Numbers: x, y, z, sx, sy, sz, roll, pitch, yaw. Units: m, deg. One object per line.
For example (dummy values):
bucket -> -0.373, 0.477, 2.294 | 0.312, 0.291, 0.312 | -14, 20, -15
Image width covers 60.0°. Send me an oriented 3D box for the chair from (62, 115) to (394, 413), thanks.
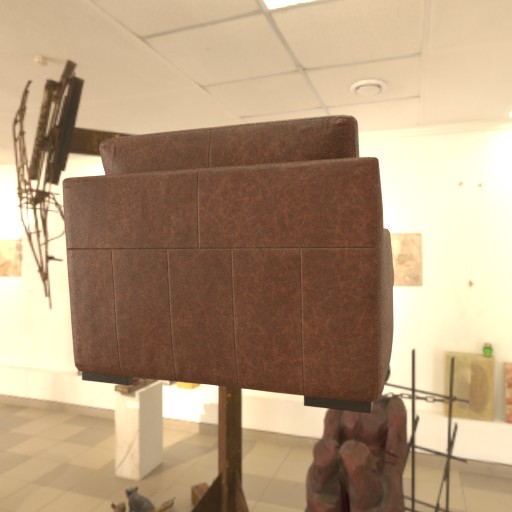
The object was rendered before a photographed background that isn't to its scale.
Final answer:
chair -> 0.000, 0.000, 1.954 | 1.168, 0.939, 1.143 | 0, 0, 19
